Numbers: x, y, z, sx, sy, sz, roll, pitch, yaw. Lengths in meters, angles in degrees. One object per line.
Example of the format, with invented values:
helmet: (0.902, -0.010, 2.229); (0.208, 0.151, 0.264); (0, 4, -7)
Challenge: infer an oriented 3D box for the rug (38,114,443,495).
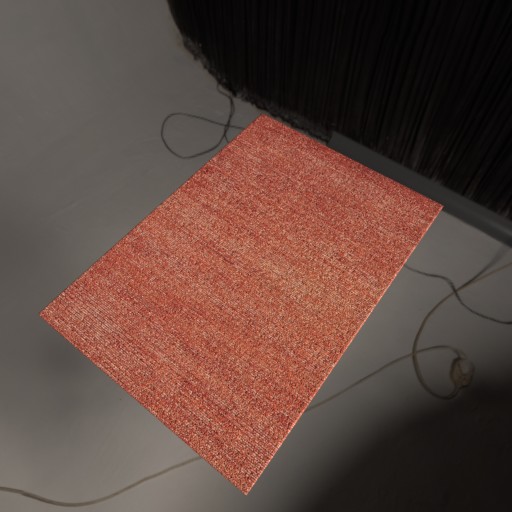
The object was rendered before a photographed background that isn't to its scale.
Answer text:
rug: (0.000, 0.000, 5.086); (2.803, 0.025, 3.965); (33, 63, 19)
